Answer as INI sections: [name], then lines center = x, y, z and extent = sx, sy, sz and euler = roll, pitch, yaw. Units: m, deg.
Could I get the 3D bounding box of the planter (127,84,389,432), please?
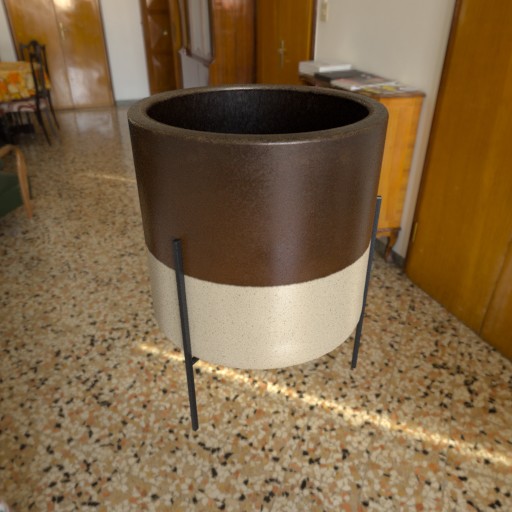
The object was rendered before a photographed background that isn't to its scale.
[planter]
center = 0.000, 0.000, 0.707
extent = 0.345, 0.465, 0.354
euler = 18, 35, 29
